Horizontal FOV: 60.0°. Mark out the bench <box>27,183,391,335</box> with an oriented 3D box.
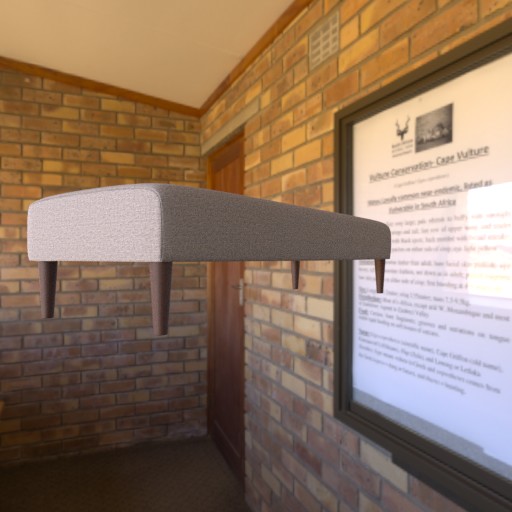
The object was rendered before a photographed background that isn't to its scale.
[{"bbox_3d":[0.000,0.000,1.831,0.631,0.383,1.598,0,0,36],"label":"bench"}]
